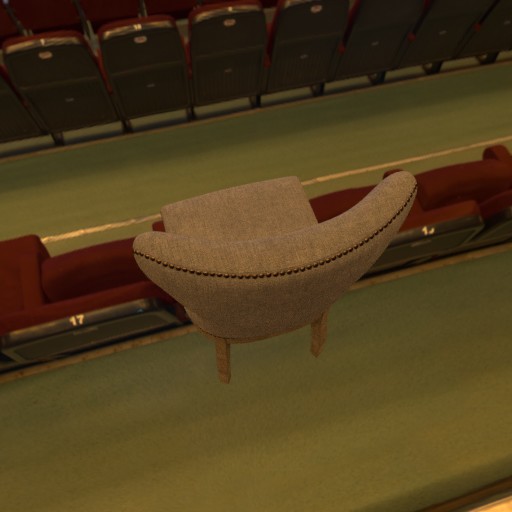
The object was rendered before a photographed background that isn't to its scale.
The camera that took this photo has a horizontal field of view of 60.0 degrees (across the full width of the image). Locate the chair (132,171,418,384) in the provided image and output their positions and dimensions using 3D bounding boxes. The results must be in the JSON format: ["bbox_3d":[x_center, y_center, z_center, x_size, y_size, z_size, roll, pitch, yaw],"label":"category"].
[{"bbox_3d":[0.000,0.000,1.458,0.654,1.002,0.681,-14,59,-9],"label":"chair"}]
